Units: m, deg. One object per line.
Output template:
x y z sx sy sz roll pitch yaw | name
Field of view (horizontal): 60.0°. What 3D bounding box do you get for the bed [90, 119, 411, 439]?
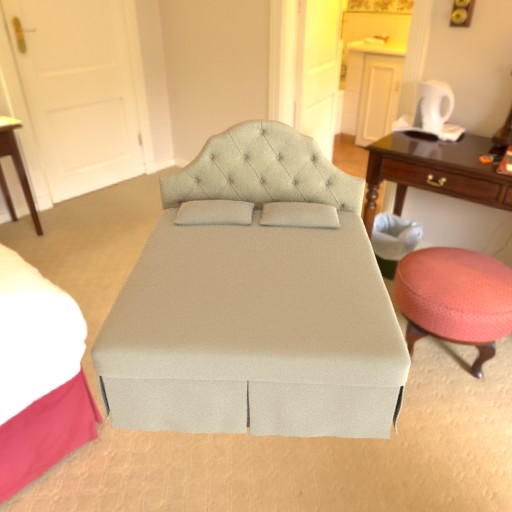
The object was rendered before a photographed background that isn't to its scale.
0.000 0.000 3.397 2.012 1.555 2.086 1 31 2 | bed
